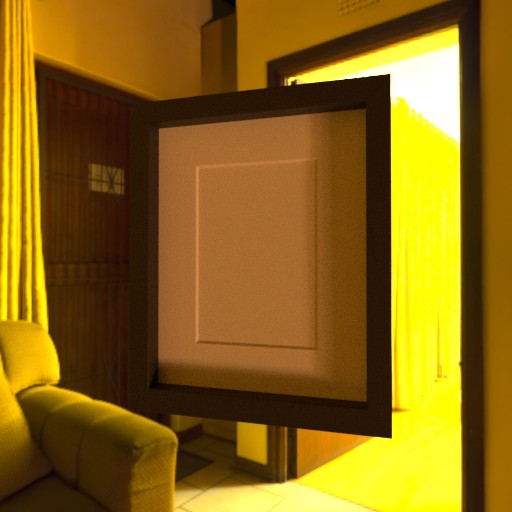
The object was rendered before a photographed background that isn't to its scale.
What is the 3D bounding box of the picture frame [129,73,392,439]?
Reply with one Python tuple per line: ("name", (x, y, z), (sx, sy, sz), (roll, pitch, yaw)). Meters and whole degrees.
("picture frame", (0.000, 0.000, 0.397), (0.232, 0.284, 0.042), (0, -1, 17))
